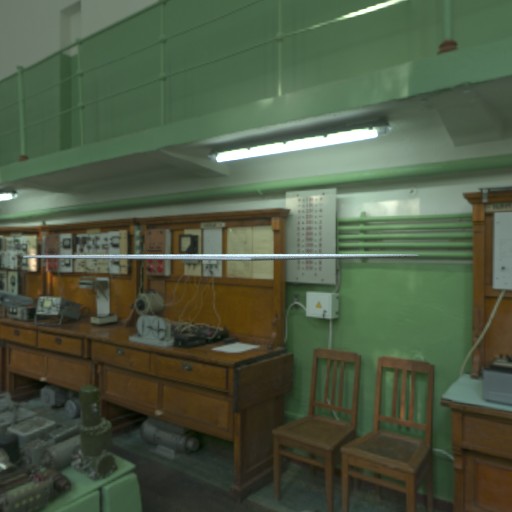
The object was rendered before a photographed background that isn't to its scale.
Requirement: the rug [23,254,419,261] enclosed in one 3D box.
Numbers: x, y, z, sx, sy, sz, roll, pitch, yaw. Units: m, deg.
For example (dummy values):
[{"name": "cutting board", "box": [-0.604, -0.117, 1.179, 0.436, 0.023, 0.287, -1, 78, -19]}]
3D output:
[{"name": "rug", "box": [0.000, 0.000, 3.517, 1.819, 0.018, 2.746, 0, 0, 34]}]
